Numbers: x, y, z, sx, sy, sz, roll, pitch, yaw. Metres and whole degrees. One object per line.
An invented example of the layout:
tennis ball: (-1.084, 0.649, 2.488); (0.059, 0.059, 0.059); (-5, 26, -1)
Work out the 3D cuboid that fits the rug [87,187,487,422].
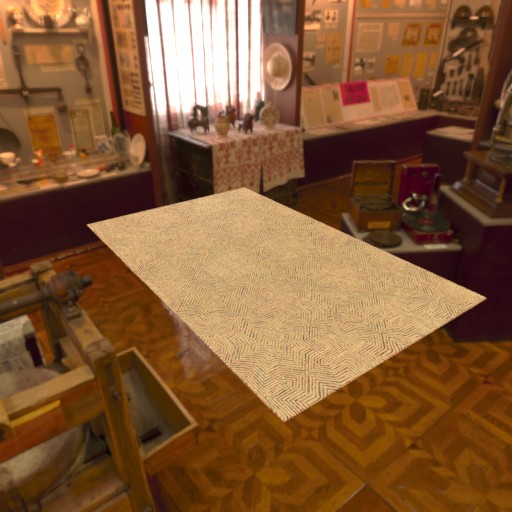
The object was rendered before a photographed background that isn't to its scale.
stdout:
rug: (0.000, 0.000, 3.018); (1.519, 0.007, 2.428); (-19, 33, -32)
